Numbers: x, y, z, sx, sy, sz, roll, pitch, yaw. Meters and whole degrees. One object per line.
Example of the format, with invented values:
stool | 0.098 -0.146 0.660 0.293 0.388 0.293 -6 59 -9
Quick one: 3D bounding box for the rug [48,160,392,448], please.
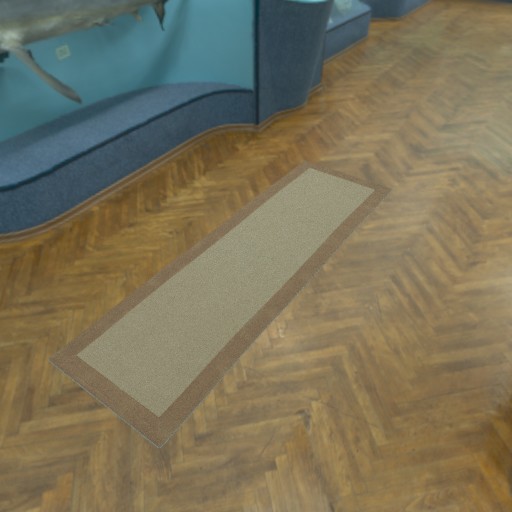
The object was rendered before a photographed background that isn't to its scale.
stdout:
rug | 0.000 0.000 2.732 0.767 0.012 2.430 25 47 26
